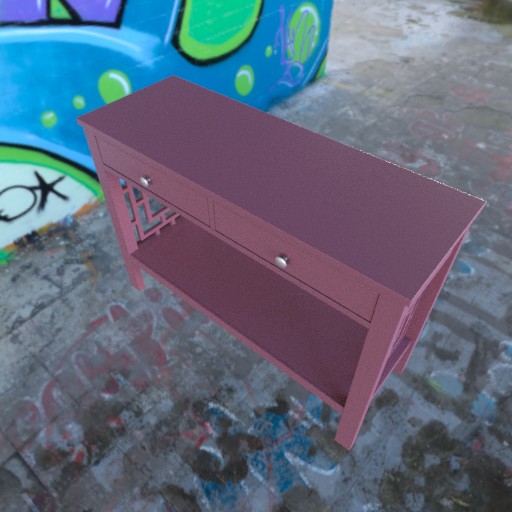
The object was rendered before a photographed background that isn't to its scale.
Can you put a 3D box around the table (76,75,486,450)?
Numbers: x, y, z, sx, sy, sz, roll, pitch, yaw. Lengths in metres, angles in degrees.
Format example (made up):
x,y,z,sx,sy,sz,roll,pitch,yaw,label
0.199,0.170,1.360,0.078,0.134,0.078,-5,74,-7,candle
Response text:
x,y,z,sx,sy,sz,roll,pitch,yaw,label
0.000,0.000,1.433,1.068,0.753,0.397,31,53,27,table
